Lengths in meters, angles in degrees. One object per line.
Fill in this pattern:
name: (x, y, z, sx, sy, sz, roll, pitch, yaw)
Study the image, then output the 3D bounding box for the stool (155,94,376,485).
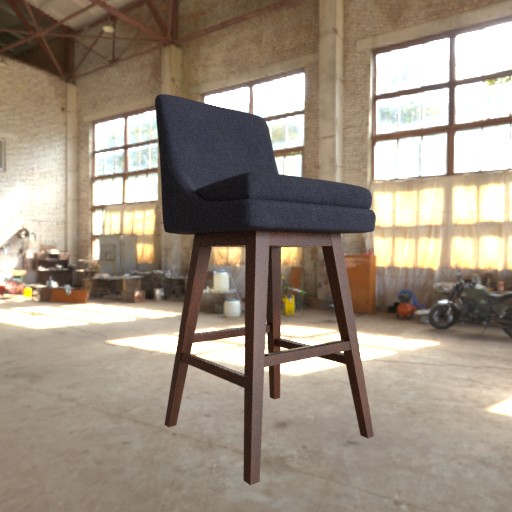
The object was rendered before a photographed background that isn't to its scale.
stool: (0.000, 0.000, 1.385, 0.489, 1.068, 0.572, -1, 1, -37)
